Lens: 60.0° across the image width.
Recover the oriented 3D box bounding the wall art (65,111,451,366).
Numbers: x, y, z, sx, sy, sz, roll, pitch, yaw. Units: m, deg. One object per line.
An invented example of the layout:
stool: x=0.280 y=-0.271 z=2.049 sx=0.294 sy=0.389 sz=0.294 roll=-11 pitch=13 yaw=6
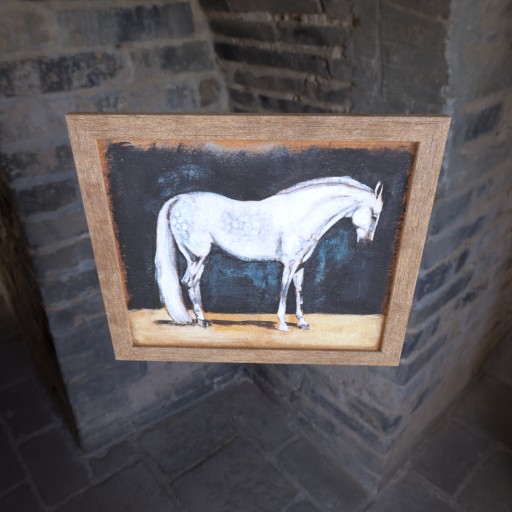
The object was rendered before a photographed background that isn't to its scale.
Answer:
wall art: x=0.000 y=0.000 z=0.946 sx=0.690 sy=0.588 sz=0.026 roll=1 pitch=30 yaw=2
